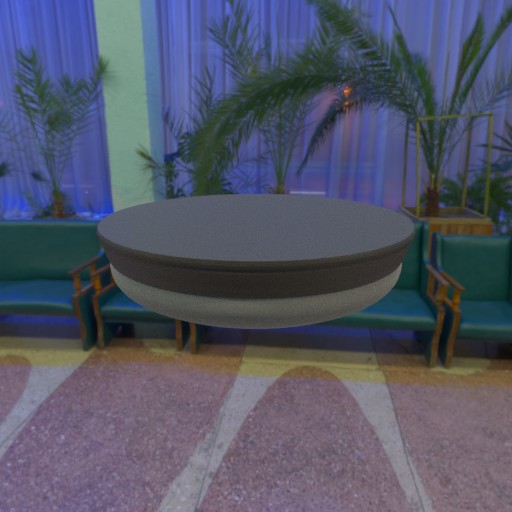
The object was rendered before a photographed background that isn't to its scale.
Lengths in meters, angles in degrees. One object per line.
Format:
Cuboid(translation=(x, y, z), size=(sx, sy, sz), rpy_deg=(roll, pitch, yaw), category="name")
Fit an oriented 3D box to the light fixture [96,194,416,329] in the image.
Cuboid(translation=(0.000, 0.000, 0.554), size=(0.368, 0.100, 0.368), rpy_deg=(0, 17, 0), category="light fixture")
